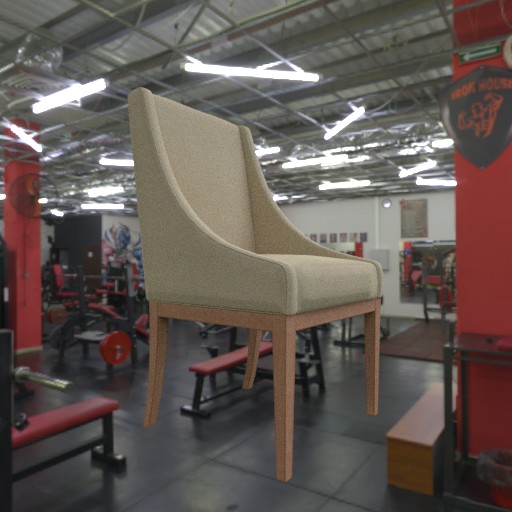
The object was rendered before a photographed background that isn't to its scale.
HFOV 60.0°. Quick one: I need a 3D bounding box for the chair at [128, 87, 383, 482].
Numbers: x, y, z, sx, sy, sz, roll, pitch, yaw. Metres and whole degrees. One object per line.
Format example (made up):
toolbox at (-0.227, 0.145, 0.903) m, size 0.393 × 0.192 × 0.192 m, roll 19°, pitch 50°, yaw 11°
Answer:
chair at (0.000, 0.000, 1.390) m, size 0.611 × 1.021 × 0.575 m, roll 0°, pitch 0°, yaw 37°
